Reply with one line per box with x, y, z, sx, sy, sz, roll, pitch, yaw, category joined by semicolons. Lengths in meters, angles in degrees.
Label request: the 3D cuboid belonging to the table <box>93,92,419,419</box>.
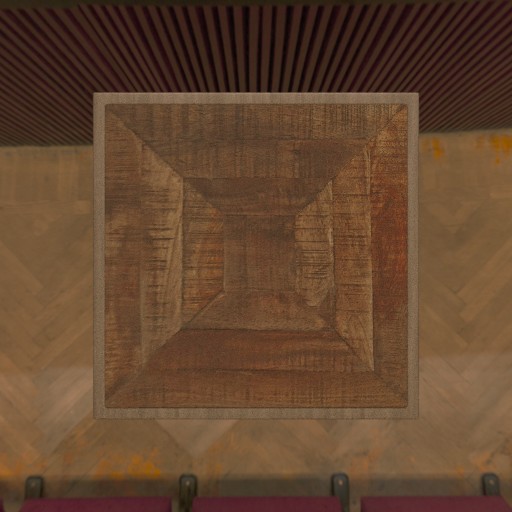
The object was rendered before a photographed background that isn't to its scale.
0.000;0.000;0.856;0.449;0.500;0.450;0;90;0;table
